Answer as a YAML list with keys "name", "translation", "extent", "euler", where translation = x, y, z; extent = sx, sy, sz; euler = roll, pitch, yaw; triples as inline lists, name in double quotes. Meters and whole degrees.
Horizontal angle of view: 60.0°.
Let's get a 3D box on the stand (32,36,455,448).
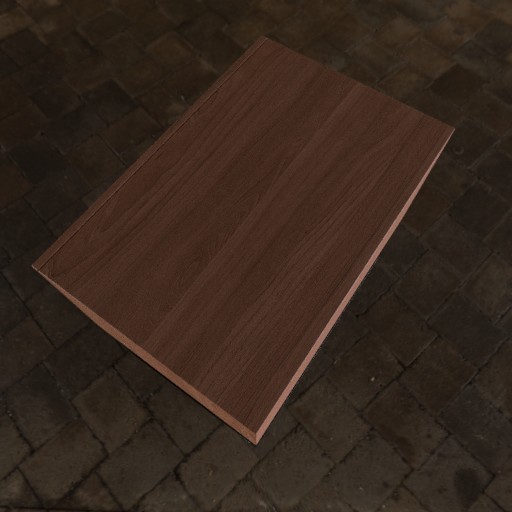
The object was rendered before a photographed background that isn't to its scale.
- name: "stand"
  translation: [0.000, 0.000, 0.937]
  extent: [0.420, 0.500, 0.600]
  euler: [32, 69, 14]
